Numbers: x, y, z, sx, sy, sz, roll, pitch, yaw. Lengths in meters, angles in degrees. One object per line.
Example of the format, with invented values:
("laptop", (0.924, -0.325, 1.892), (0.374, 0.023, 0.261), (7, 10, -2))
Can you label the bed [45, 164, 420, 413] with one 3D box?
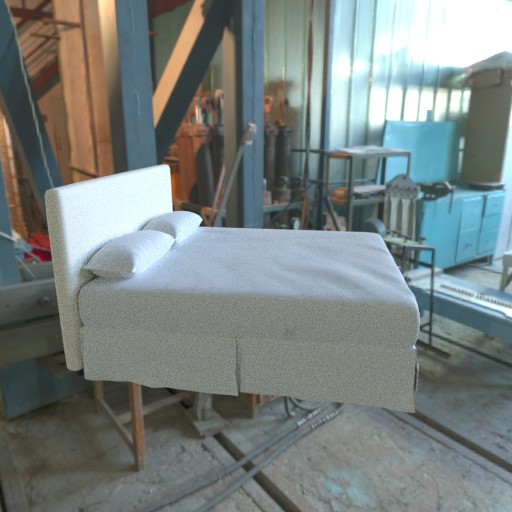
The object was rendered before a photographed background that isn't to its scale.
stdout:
("bed", (0.000, 0.000, 3.638), (2.341, 1.317, 2.119), (2, 16, 8))
